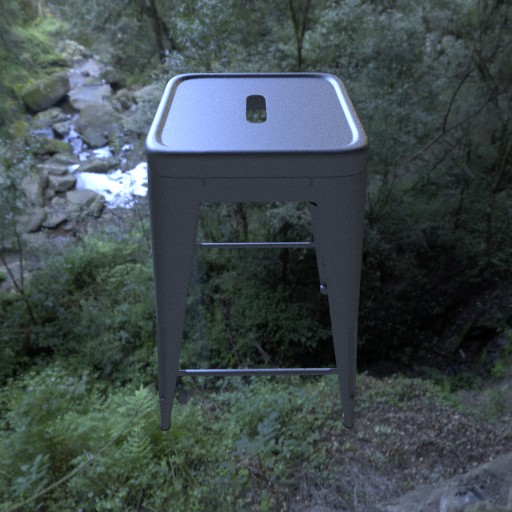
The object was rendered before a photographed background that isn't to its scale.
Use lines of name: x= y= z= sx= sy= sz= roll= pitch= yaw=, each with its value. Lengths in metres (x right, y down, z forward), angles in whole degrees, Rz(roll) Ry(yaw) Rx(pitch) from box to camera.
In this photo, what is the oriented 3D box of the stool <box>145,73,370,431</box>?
stool: x=0.000 y=0.000 z=0.876 sx=0.406 sy=0.610 sz=0.406 roll=0 pitch=41 yaw=-1
